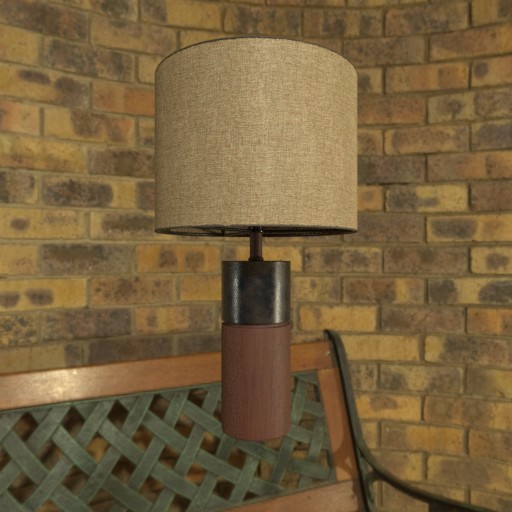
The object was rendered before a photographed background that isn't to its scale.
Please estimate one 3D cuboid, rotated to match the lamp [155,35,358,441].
[{"bbox_3d":[0.000,0.000,0.452,0.202,0.350,0.202,0,0,0],"label":"lamp"}]
